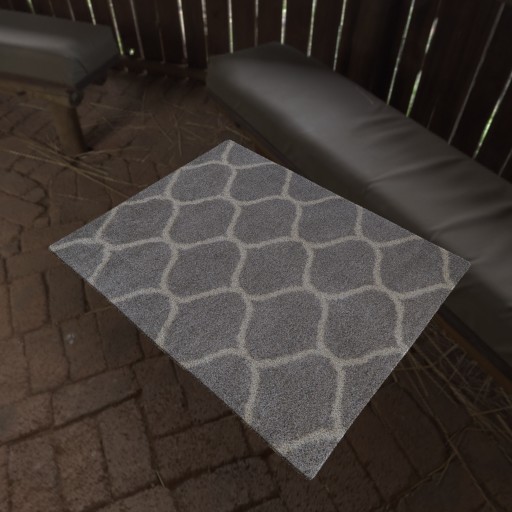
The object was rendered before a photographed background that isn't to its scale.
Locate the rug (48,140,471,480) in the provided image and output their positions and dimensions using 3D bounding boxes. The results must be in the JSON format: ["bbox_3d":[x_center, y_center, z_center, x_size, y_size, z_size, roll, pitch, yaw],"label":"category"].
[{"bbox_3d":[0.000,0.000,3.998,3.000,0.026,2.399,33,55,27],"label":"rug"}]
